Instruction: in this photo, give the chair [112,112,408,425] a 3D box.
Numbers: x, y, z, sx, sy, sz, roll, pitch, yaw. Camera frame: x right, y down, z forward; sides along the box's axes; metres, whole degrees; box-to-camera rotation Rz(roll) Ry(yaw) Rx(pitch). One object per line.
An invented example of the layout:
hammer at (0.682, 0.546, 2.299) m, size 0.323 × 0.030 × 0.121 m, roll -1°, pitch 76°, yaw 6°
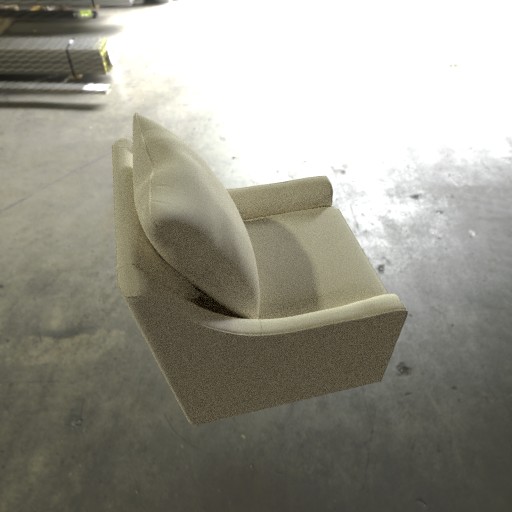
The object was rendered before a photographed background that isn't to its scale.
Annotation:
chair at (0.000, 0.000, 1.639) m, size 0.876 × 0.965 × 0.756 m, roll -10°, pitch 47°, yaw -10°
